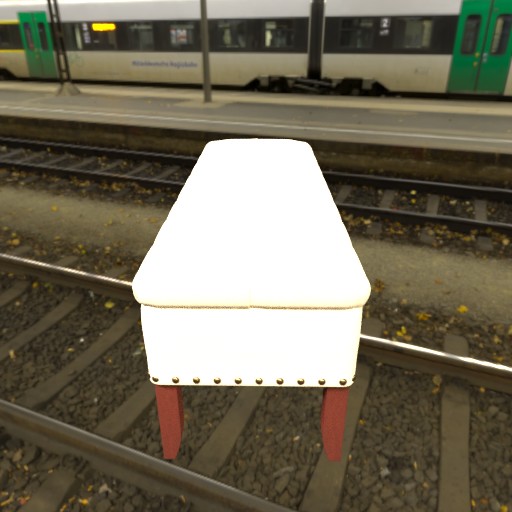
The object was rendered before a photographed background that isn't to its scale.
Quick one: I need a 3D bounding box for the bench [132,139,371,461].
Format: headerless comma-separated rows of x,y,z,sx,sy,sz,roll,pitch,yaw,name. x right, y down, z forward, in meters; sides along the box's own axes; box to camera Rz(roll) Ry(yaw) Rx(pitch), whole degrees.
0.000,0.000,1.277,0.400,0.470,1.054,0,26,1,bench
